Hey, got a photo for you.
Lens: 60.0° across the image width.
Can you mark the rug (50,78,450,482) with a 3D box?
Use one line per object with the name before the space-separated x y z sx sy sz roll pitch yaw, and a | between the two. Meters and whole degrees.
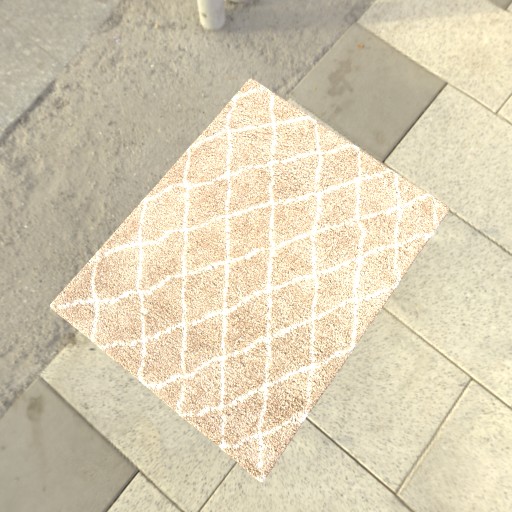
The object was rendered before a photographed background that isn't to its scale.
rug | 0.000 0.000 4.175 2.438 0.029 3.047 36 78 9
